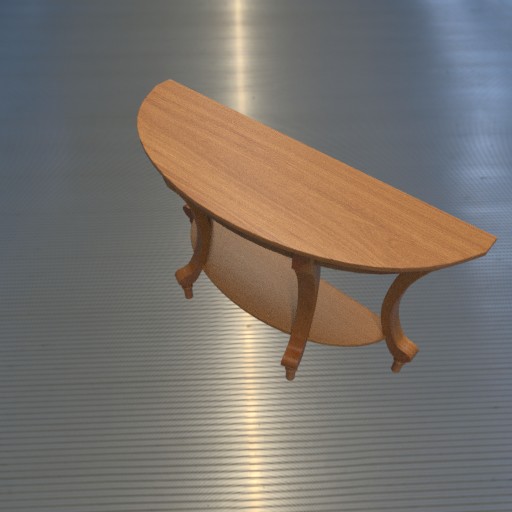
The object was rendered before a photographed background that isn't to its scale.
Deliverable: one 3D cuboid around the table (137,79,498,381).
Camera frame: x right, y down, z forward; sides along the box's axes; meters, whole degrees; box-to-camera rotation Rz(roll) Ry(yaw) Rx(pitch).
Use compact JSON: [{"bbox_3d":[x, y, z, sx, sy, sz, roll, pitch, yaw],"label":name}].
[{"bbox_3d":[0.000,0.000,1.483,1.198,0.692,0.394,34,56,27],"label":"table"}]
